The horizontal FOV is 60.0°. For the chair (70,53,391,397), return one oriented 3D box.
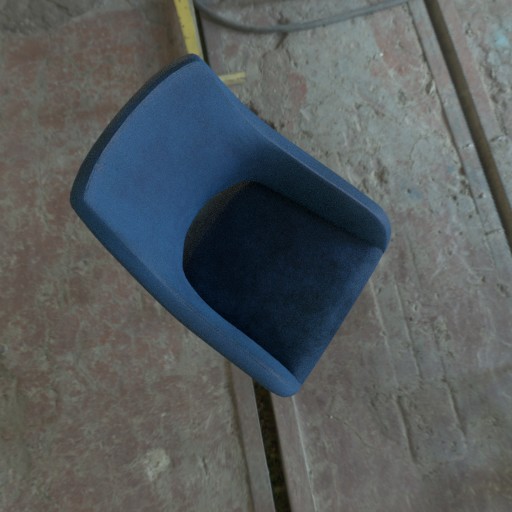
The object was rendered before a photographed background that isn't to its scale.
[{"bbox_3d":[0.000,0.000,1.514,0.794,1.081,0.683,33,78,8],"label":"chair"}]
